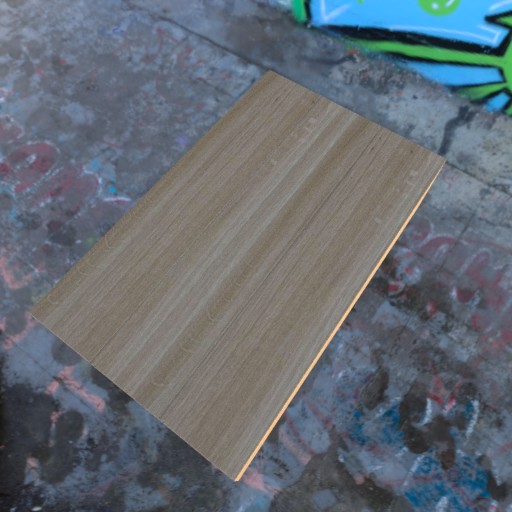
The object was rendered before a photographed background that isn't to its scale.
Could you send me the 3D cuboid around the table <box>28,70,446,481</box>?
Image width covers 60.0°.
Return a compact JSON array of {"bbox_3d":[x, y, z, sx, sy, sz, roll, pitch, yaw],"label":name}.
[{"bbox_3d":[0.000,0.000,1.434,0.678,0.353,1.110,33,68,15],"label":"table"}]
